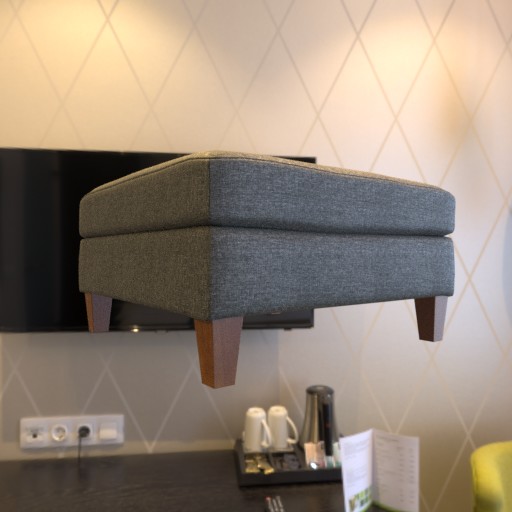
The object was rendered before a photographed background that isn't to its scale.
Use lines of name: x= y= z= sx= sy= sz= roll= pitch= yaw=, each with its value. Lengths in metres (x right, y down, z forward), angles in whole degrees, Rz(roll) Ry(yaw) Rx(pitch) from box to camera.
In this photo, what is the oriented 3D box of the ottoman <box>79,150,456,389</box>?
ottoman: x=0.000 y=0.000 z=1.344 sx=0.838 sy=0.481 sz=0.838 roll=0 pitch=0 yaw=-37
